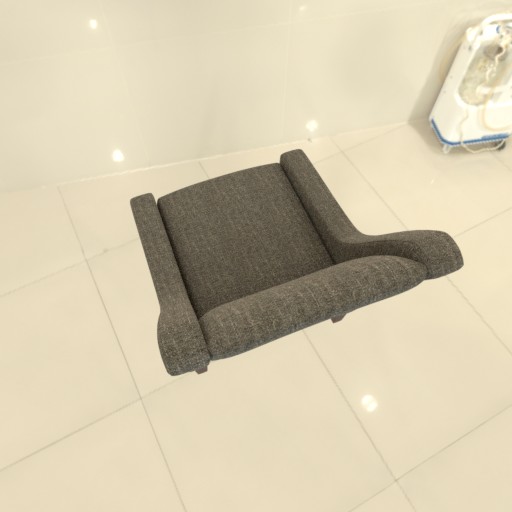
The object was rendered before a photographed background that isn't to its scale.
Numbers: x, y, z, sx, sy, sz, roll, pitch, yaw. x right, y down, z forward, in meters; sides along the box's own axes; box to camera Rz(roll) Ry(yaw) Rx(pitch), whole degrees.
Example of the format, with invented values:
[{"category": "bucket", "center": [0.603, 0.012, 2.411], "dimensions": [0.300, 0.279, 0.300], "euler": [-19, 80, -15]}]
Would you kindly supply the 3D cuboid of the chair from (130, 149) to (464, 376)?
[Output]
[{"category": "chair", "center": [0.000, 0.000, 1.682], "dimensions": [0.793, 1.012, 0.944], "euler": [-19, 62, -10]}]
